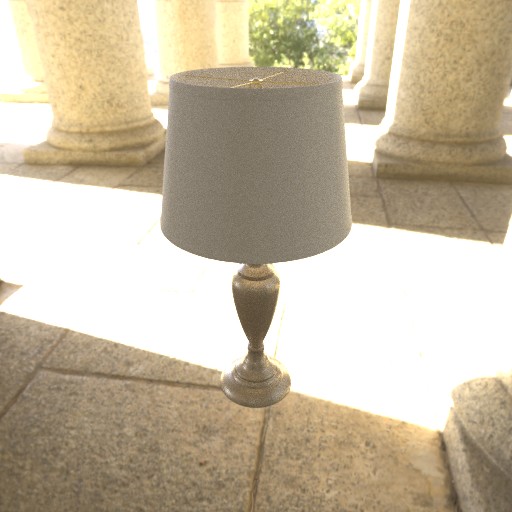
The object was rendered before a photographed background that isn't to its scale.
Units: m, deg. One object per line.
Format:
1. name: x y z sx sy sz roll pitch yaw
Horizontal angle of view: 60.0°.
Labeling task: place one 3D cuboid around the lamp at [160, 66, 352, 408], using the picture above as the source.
1. lamp: 0.000 0.000 0.807 0.328 0.612 0.328 0 29 0
